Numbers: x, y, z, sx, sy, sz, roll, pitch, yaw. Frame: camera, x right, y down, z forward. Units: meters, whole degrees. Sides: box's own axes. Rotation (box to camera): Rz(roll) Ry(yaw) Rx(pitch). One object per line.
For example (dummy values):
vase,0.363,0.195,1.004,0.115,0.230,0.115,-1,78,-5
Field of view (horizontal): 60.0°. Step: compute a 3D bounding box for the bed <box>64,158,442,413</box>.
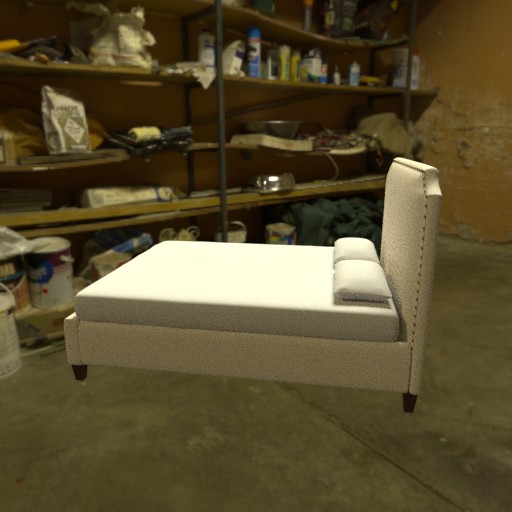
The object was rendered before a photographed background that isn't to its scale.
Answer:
bed,0.000,0.000,3.524,2.372,1.497,1.712,2,15,9
